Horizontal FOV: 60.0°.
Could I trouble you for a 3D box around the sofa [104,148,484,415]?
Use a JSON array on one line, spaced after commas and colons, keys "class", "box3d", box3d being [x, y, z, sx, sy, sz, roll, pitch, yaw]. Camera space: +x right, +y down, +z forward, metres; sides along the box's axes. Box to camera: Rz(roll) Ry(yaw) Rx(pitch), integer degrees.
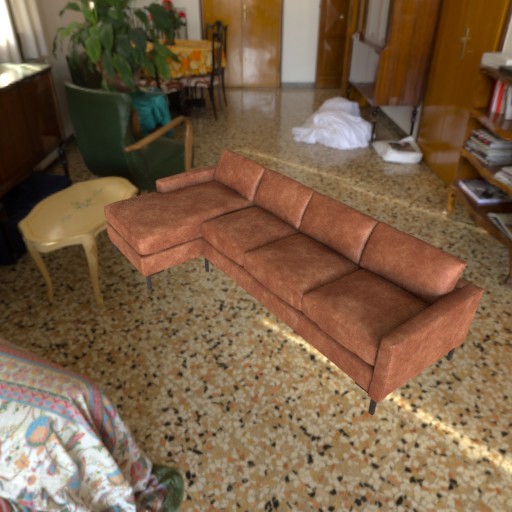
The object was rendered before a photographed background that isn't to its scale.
[{"class": "sofa", "box3d": [0.000, 0.000, 3.612, 1.471, 0.859, 2.993, -21, 38, -30]}]
